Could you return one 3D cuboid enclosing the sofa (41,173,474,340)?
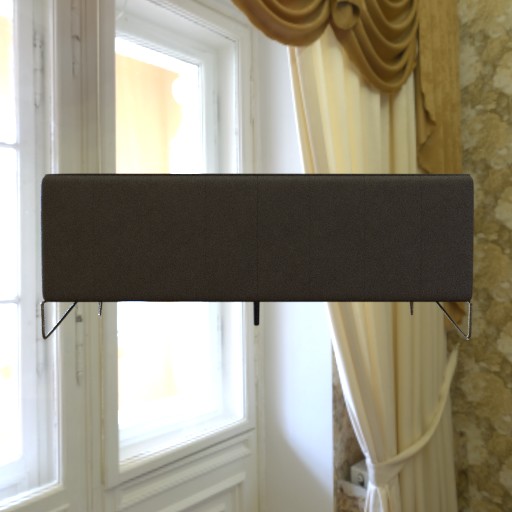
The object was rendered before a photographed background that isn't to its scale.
[{"bbox_3d":[0.000,0.000,2.505,2.087,0.789,0.867,0,1,0],"label":"sofa"}]
